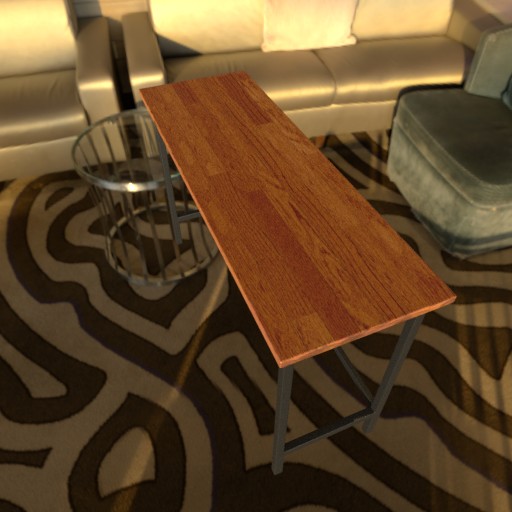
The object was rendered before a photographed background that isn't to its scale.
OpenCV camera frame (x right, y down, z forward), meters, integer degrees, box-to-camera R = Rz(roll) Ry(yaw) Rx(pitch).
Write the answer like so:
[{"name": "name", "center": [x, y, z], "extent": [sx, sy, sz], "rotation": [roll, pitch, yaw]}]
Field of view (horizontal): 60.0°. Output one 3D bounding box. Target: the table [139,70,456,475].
[{"name": "table", "center": [0.000, 0.000, 1.523], "extent": [0.408, 0.740, 1.204], "rotation": [-17, 48, -16]}]
